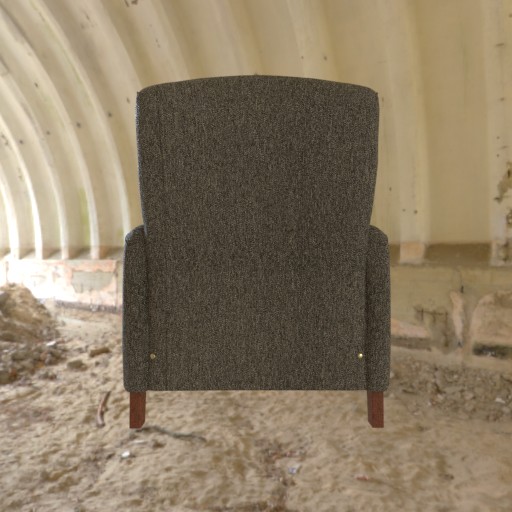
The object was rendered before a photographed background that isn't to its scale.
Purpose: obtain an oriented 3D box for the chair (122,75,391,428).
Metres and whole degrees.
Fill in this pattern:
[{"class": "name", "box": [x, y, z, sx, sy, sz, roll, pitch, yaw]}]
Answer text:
[{"class": "chair", "box": [0.000, 0.000, 1.644, 0.848, 1.014, 0.864, 0, 0, 0]}]
